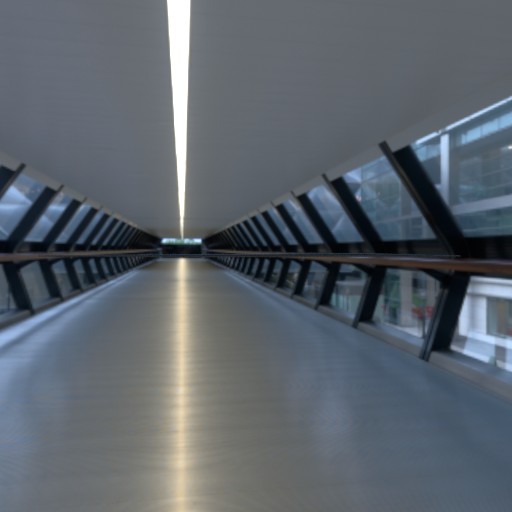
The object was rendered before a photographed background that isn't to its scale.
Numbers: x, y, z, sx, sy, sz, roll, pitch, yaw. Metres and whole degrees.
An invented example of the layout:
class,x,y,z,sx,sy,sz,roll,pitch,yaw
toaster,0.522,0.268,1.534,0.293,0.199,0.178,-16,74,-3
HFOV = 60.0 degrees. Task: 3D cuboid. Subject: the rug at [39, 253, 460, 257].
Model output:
class,x,y,z,sx,sy,sz,roll,pitch,yaw
rug,0.000,0.000,4.076,3.048,0.010,2.438,0,0,35
